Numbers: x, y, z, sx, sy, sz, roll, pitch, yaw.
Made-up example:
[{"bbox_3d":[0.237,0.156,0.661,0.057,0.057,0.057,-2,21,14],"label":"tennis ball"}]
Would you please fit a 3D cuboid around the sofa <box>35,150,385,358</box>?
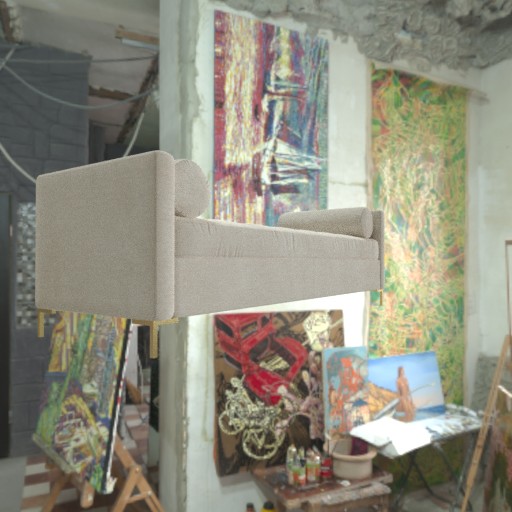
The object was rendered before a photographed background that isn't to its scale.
[{"bbox_3d":[0.000,0.000,2.310,0.686,0.635,1.981,-1,-1,35],"label":"sofa"}]
